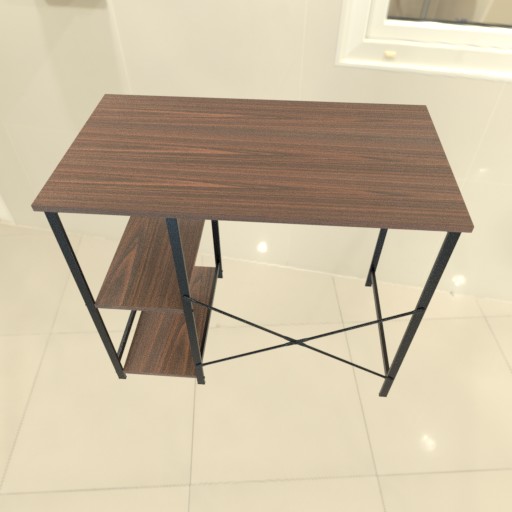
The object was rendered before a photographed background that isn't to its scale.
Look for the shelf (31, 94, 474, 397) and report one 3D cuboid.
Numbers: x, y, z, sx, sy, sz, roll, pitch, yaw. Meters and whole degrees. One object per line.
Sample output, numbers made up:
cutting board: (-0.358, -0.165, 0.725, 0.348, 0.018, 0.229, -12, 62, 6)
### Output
shelf: (0.000, 0.000, 1.340, 0.902, 0.750, 0.498, 3, 46, 3)
